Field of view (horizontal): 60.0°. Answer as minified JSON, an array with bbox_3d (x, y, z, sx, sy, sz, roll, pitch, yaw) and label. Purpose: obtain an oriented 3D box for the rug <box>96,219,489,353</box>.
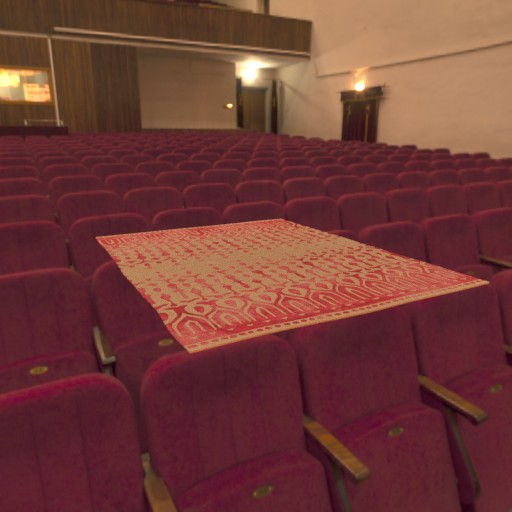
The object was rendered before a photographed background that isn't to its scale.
[{"bbox_3d":[0.000,0.000,4.154,2.441,0.016,3.095,-8,17,-27],"label":"rug"}]
